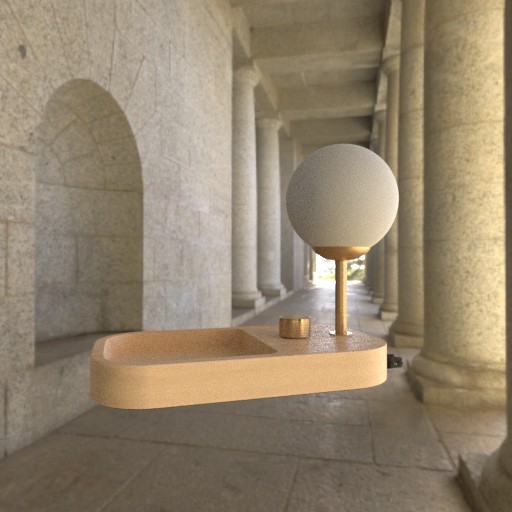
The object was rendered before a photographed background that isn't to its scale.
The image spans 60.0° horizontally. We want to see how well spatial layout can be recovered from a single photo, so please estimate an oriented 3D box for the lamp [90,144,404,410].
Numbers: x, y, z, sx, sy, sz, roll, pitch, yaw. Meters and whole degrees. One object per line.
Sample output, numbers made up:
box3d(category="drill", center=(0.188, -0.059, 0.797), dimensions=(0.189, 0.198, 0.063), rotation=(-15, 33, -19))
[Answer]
box3d(category="lamp", center=(0.000, 0.000, 0.477), dimensions=(0.331, 0.253, 0.173), rotation=(0, 0, -17))
